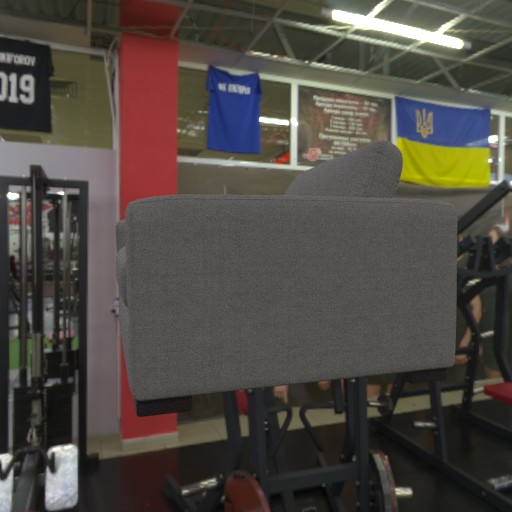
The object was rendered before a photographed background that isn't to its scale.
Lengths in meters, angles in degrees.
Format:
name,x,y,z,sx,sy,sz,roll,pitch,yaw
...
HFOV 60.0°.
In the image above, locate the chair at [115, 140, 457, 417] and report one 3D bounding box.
name,x,y,z,sx,sy,sz,roll,pitch,yaw
chair,0.000,0.000,1.837,1.100,0.847,1.070,0,2,-19
